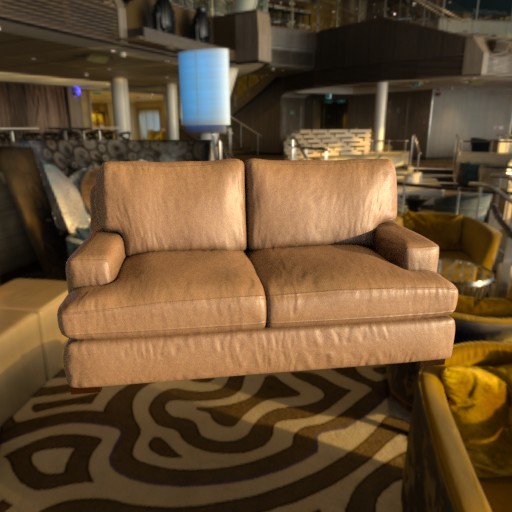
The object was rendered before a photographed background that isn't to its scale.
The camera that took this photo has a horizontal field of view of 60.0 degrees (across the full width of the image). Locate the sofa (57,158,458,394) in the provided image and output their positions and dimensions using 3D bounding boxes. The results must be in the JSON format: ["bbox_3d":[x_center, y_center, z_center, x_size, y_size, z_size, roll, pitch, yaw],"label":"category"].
[{"bbox_3d":[0.000,0.000,2.367,1.855,0.980,0.962,-2,16,-8],"label":"sofa"}]
